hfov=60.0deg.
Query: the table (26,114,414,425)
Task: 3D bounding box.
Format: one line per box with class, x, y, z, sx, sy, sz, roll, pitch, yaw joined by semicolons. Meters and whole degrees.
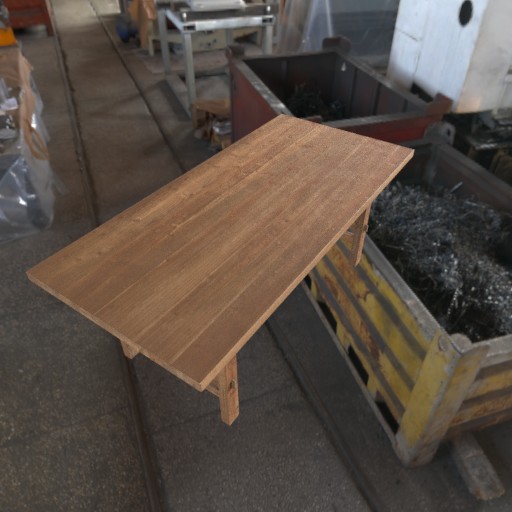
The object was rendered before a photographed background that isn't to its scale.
table;0.000;0.000;2.515;0.952;0.760;2.003;24;46;26
